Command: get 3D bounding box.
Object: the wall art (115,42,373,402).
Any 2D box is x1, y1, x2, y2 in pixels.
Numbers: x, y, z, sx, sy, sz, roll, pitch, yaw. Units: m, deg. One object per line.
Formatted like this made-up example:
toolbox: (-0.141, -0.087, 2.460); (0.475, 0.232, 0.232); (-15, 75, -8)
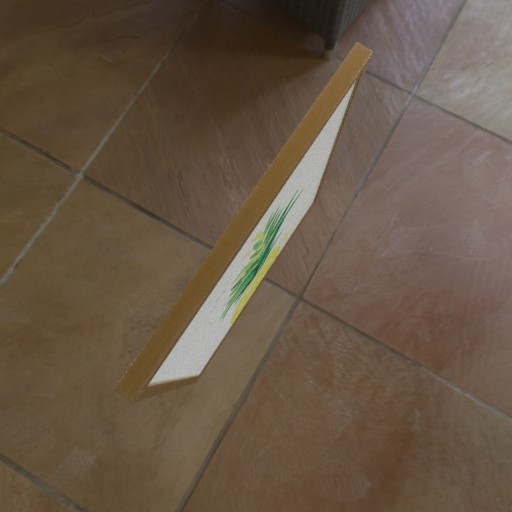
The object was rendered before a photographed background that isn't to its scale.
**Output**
wall art: (0.000, 0.000, 1.141); (0.037, 0.760, 0.762); (32, 78, 7)
